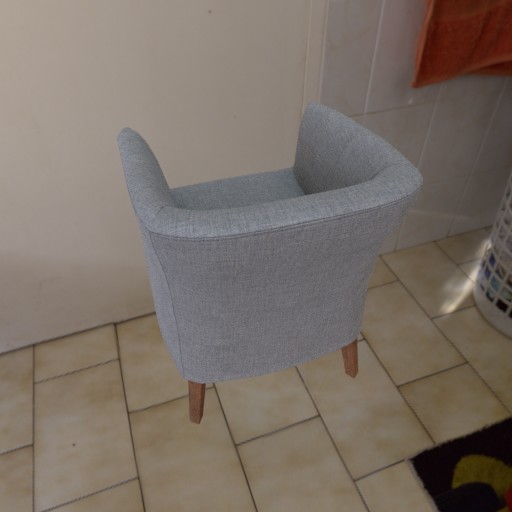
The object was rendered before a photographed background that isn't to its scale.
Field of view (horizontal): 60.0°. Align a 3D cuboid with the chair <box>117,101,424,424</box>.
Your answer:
[{"bbox_3d":[0.000,0.000,1.232,0.600,0.771,0.668,-12,44,-13],"label":"chair"}]
